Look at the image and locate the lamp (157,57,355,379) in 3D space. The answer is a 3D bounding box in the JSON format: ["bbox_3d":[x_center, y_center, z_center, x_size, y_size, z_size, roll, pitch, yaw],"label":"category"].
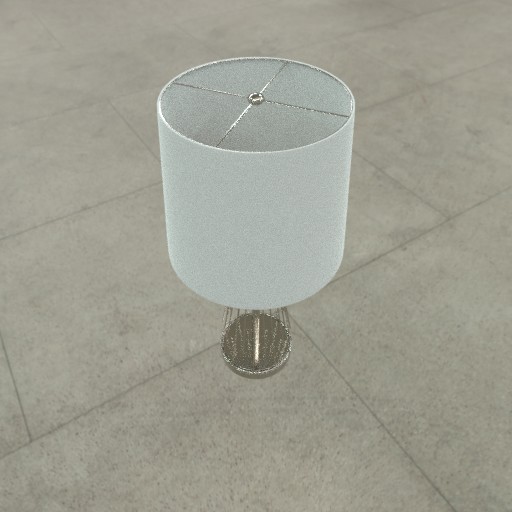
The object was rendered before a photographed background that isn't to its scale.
[{"bbox_3d":[0.000,0.000,0.804,0.303,0.618,0.303,0,47,0],"label":"lamp"}]
